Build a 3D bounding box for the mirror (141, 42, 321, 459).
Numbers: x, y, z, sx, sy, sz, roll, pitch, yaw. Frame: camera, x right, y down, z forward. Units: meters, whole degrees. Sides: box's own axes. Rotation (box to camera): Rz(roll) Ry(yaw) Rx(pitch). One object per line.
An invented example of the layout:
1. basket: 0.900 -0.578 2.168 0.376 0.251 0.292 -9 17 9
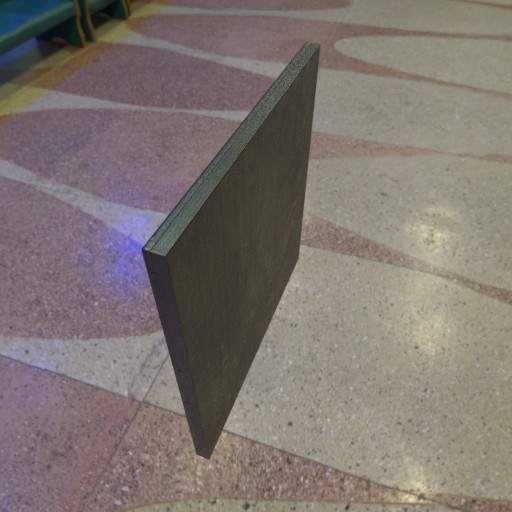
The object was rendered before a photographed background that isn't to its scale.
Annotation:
1. mirror: 0.000 0.000 0.556 0.020 0.381 0.382 16 49 14
